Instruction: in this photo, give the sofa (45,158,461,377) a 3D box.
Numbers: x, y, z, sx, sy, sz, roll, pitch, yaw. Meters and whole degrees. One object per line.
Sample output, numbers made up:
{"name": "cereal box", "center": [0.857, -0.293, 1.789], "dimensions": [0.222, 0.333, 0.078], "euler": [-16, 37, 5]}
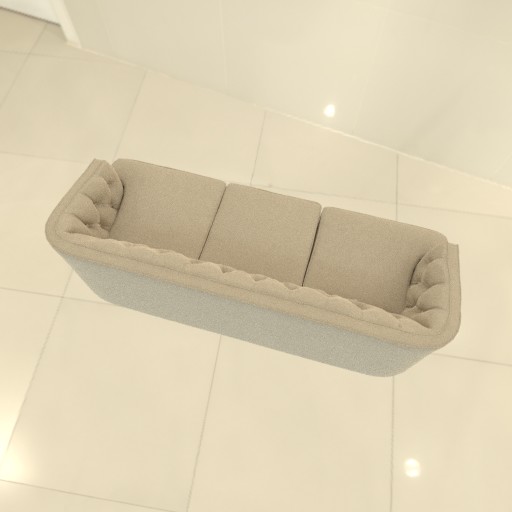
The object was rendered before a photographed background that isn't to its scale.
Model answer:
{"name": "sofa", "center": [0.000, 0.000, 2.768], "dimensions": [2.278, 0.855, 0.941], "euler": [14, 65, 7]}
